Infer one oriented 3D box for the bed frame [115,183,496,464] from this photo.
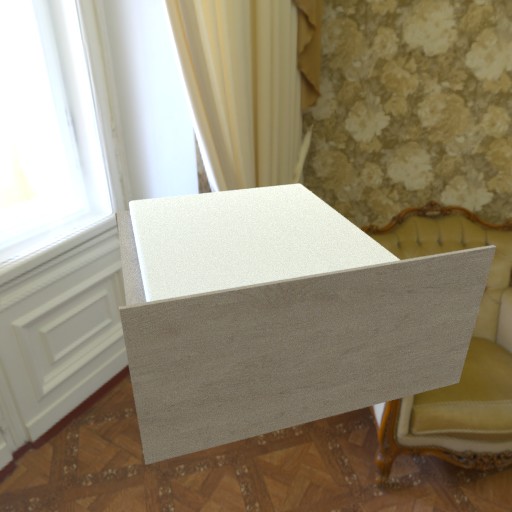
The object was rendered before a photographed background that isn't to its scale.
[{"bbox_3d":[0.000,0.000,2.767,1.622,0.800,1.960,-8,28,-16],"label":"bed frame"}]
